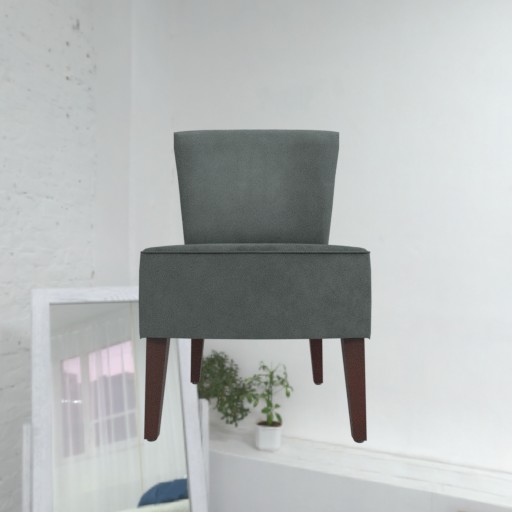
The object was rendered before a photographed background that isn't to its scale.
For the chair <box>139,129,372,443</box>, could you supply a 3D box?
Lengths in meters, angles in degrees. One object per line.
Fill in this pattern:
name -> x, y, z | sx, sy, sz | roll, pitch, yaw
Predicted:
chair -> 0.000, 0.000, 1.180 | 0.521, 0.806, 0.554 | 0, -1, 0
